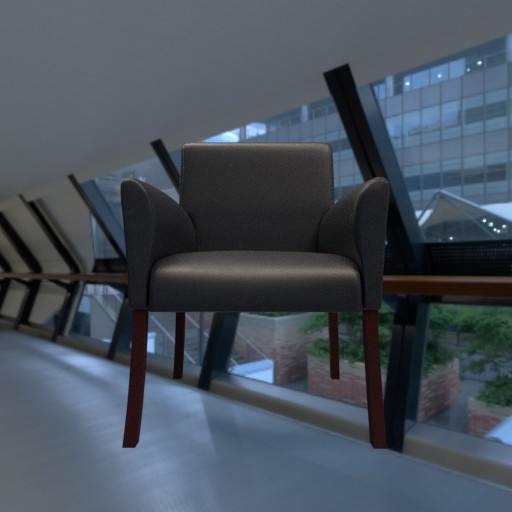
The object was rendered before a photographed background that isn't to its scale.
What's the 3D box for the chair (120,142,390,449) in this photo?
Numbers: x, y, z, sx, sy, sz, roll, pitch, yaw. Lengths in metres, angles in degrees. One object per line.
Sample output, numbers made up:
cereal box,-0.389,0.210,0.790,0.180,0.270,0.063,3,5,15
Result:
chair,0.000,0.000,1.476,0.683,0.951,0.772,0,-1,0
